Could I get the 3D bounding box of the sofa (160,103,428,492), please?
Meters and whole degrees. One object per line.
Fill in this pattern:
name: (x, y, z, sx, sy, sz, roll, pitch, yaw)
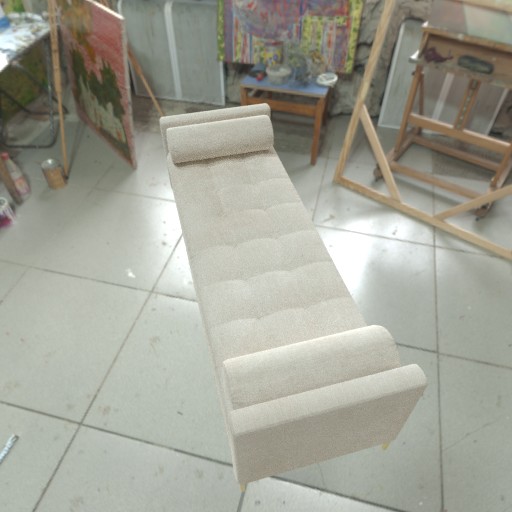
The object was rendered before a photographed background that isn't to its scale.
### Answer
sofa: (0.000, 0.000, 2.297, 0.686, 0.635, 1.981, -11, 48, -10)
